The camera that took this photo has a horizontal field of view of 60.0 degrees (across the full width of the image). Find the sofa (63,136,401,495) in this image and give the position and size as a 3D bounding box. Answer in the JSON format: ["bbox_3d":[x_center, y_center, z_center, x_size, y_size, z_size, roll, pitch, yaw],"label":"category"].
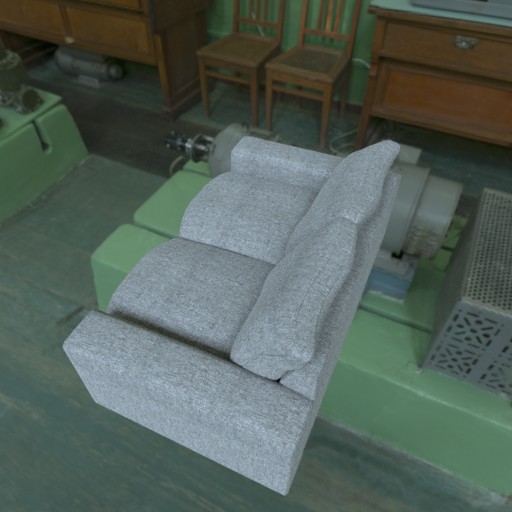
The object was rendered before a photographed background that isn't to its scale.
[{"bbox_3d":[0.000,0.000,2.297,1.094,0.877,1.758,18,50,17],"label":"sofa"}]
